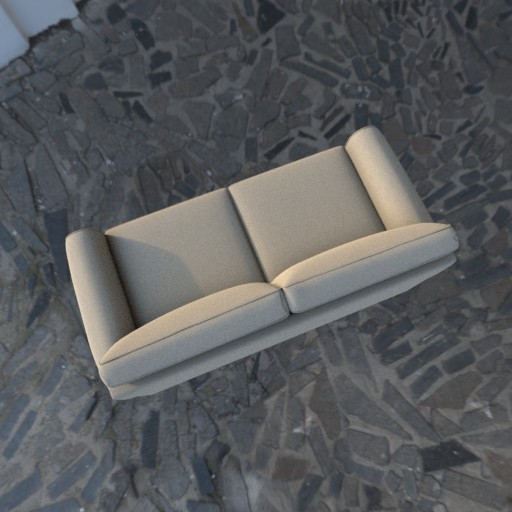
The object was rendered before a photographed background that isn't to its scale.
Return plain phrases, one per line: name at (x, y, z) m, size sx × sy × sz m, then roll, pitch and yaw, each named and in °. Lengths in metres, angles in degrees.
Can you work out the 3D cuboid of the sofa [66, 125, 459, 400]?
sofa at (0.000, 0.000, 2.460) m, size 1.930 × 0.952 × 0.940 m, roll -21°, pitch 75°, yaw -6°
